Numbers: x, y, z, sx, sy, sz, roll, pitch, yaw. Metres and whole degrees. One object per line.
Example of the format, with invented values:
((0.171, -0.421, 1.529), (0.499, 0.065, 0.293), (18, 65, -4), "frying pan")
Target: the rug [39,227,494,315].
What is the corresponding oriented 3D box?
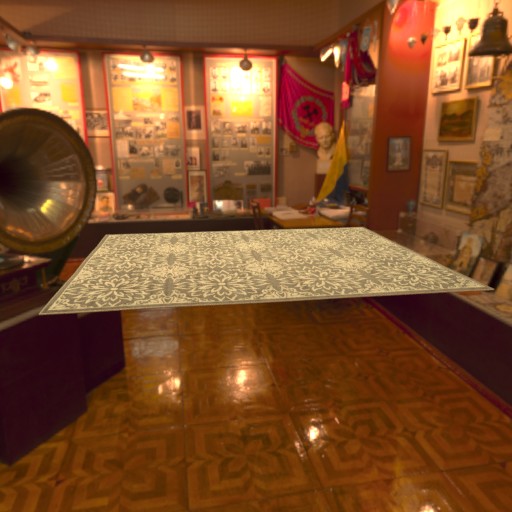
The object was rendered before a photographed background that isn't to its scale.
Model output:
((0.000, 0.000, 3.978), (2.980, 0.012, 2.363), (-2, 15, -9), "rug")
